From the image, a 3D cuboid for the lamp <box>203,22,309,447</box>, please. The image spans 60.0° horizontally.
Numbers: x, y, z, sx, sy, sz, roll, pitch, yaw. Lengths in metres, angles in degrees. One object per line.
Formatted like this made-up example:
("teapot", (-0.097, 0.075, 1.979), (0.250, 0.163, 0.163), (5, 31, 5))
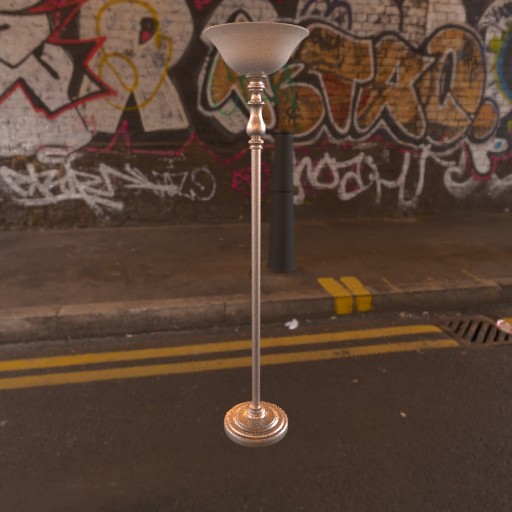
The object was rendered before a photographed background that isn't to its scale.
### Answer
("lamp", (0.000, 0.000, 1.944), (0.405, 1.771, 0.405), (9, 18, 27))
